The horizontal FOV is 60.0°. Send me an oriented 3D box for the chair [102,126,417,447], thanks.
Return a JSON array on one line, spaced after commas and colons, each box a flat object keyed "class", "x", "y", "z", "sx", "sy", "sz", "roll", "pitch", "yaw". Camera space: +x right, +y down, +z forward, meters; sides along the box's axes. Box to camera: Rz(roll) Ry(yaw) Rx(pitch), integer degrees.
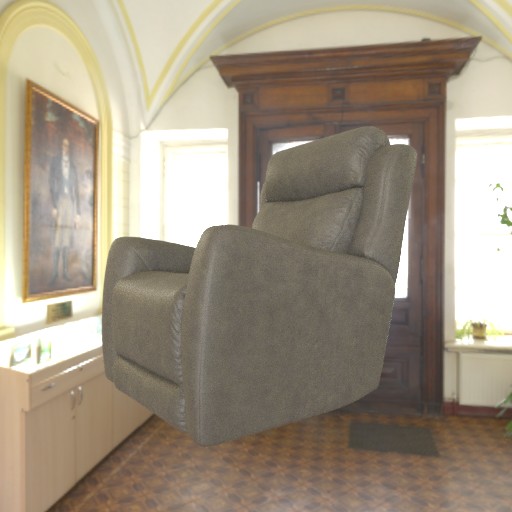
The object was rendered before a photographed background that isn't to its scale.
[{"class": "chair", "x": 0.000, "y": 0.000, "z": 1.898, "sx": 1.068, "sy": 1.116, "sz": 0.965, "roll": 0, "pitch": 0, "yaw": -35}]
